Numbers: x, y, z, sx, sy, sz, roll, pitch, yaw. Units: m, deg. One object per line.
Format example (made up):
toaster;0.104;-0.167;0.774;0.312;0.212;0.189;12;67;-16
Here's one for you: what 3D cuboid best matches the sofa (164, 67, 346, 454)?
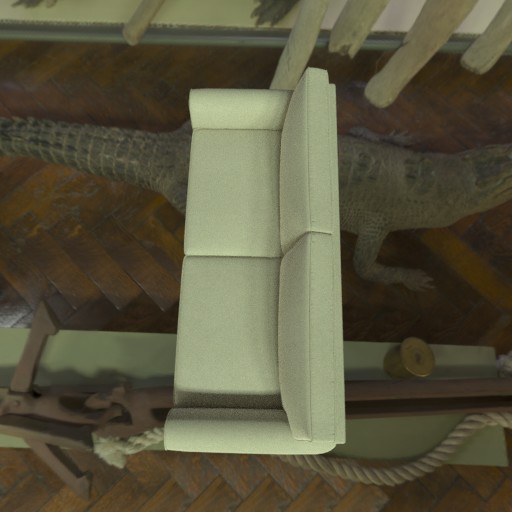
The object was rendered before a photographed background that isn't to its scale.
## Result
sofa;0.000;0.000;2.643;0.901;0.962;2.146;1;74;0
